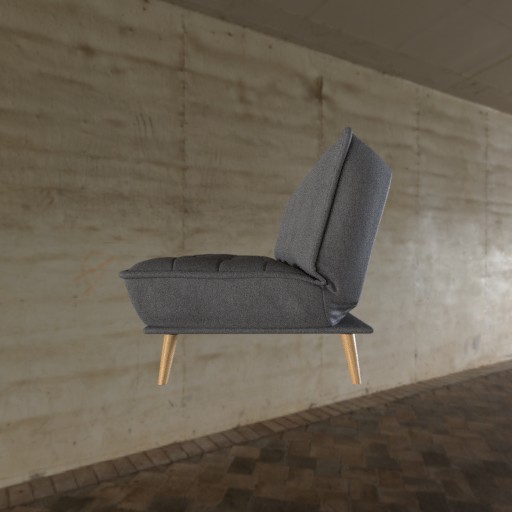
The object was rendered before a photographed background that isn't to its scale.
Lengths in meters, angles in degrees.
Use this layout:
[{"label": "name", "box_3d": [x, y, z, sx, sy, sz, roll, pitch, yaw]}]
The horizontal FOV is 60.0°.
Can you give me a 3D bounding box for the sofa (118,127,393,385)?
[{"label": "sofa", "box_3d": [0.000, 0.000, 2.428, 0.950, 0.890, 1.940, 0, 1, -1]}]
